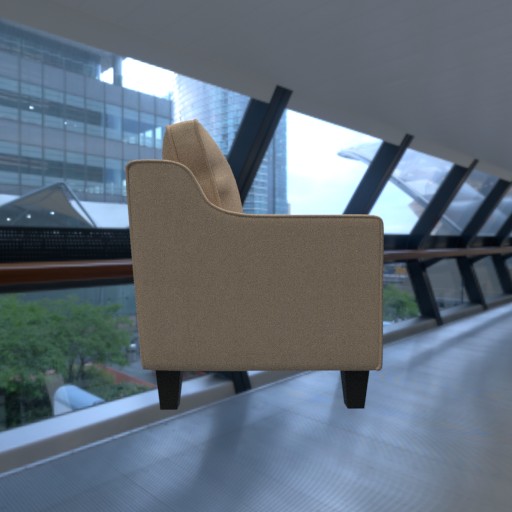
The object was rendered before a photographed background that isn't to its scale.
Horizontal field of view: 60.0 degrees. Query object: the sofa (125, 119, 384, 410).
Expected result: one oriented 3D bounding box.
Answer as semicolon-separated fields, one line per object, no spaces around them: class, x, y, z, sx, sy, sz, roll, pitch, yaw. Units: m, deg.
sofa;0.000;0.000;3.491;1.351;1.562;2.587;0;0;-1
